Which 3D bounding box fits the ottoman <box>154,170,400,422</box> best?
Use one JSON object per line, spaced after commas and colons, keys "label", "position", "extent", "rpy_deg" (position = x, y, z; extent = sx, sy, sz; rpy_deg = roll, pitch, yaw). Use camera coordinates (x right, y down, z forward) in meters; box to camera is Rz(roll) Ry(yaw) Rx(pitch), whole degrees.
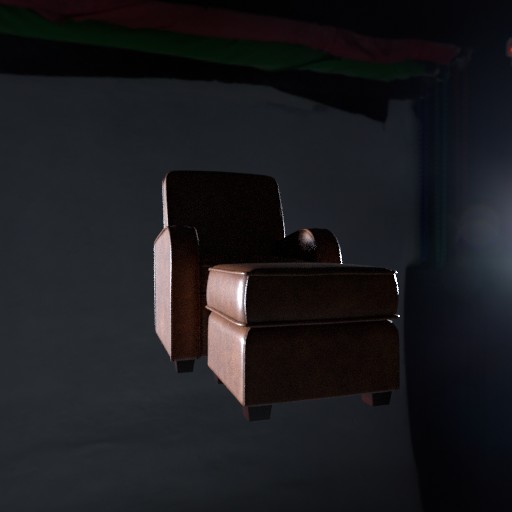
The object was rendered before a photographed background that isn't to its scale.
{"label": "ottoman", "position": [0.000, 0.000, 1.866], "extent": [0.732, 0.904, 1.314], "rpy_deg": [0, 0, -18]}
